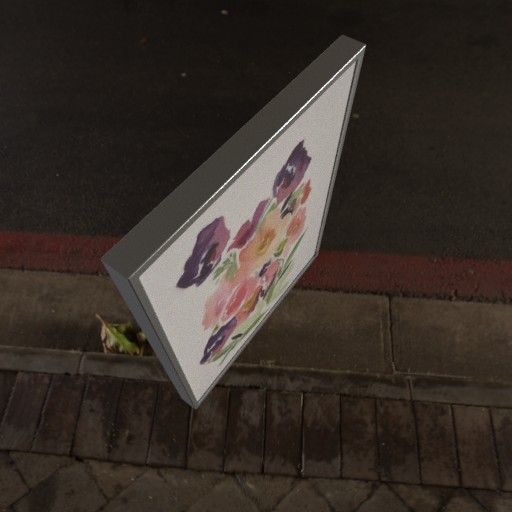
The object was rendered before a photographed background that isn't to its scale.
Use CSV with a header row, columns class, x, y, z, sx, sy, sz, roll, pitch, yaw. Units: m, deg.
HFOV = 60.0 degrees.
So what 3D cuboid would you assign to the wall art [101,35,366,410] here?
class,x,y,z,sx,sy,sz,roll,pitch,yaw
wall art,0.000,0.000,0.750,0.038,0.549,0.452,32,64,18
